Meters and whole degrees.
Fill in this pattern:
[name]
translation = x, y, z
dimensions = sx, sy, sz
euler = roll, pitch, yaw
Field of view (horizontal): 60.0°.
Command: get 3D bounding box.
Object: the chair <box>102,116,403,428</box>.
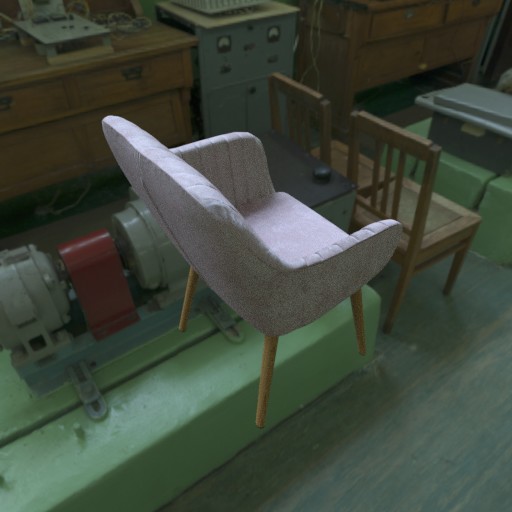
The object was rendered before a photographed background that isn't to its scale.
[chair]
translation = 0.000, 0.000, 1.230
dimensions = 0.570, 0.832, 0.610
euler = -27, 48, -27
